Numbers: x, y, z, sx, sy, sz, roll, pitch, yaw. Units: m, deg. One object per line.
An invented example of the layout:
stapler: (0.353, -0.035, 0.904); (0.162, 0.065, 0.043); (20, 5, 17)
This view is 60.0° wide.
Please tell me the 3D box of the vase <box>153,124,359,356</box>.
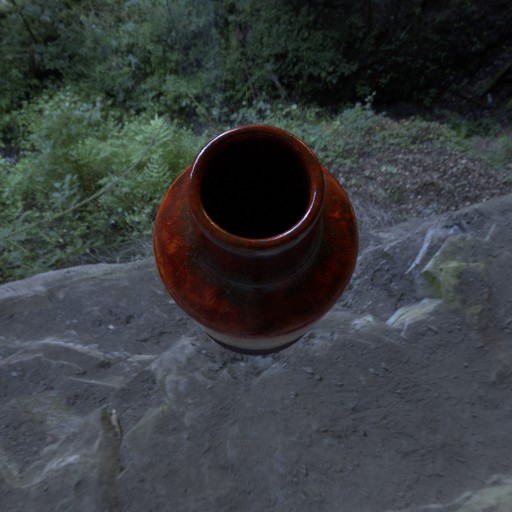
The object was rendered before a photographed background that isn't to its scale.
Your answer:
vase: (0.000, 0.000, 0.269); (0.108, 0.204, 0.108); (0, 74, 0)
